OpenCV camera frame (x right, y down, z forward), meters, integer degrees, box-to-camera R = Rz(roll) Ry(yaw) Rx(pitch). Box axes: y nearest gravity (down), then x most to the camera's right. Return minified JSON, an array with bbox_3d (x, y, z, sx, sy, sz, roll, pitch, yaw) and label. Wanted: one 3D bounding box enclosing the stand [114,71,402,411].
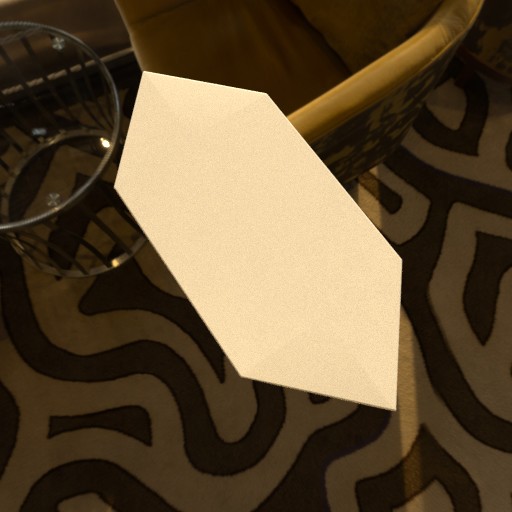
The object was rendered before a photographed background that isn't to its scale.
[{"bbox_3d":[0.000,0.000,1.388,0.477,0.614,1.072,-34,78,-9],"label":"stand"}]
